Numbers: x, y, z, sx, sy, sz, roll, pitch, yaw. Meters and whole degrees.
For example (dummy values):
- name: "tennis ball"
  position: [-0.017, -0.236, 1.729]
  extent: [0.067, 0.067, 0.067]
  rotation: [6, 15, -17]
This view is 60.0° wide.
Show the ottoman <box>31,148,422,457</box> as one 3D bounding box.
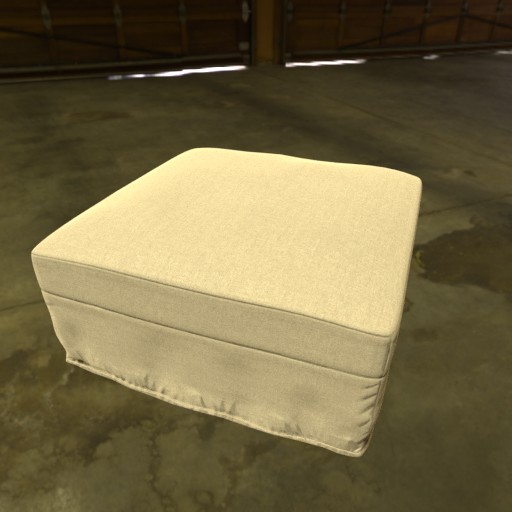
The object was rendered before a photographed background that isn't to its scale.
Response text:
- name: "ottoman"
  position: [0.000, 0.000, 1.298]
  extent: [0.843, 0.436, 0.840]
  rotation: [11, 33, 18]
